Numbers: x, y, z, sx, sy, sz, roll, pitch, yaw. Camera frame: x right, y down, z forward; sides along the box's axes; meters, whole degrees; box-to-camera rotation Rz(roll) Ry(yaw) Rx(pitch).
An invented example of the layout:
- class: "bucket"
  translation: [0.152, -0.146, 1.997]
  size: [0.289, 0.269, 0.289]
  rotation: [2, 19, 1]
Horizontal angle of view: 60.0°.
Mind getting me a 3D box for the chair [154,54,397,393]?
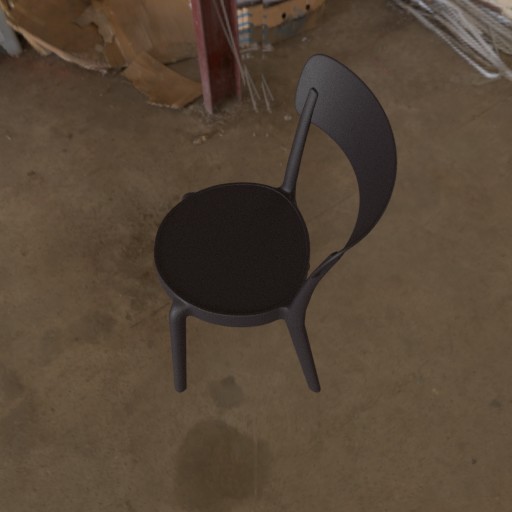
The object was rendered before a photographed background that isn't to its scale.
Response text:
- class: "chair"
  translation: [0.000, 0.000, 1.114]
  size: [0.491, 0.790, 0.506]
  rotation: [0, 57, 0]
